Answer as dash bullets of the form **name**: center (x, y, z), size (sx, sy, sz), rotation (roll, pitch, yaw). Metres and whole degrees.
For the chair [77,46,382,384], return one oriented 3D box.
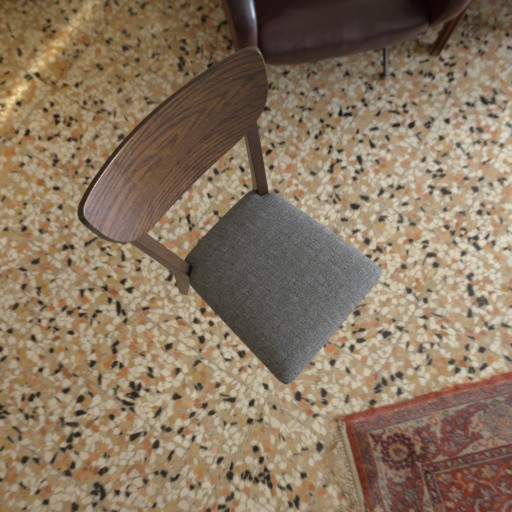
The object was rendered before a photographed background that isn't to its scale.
- **chair**: center (0.000, 0.000, 1.210), size (0.583, 0.849, 0.491), rotation (41, 79, 10)
